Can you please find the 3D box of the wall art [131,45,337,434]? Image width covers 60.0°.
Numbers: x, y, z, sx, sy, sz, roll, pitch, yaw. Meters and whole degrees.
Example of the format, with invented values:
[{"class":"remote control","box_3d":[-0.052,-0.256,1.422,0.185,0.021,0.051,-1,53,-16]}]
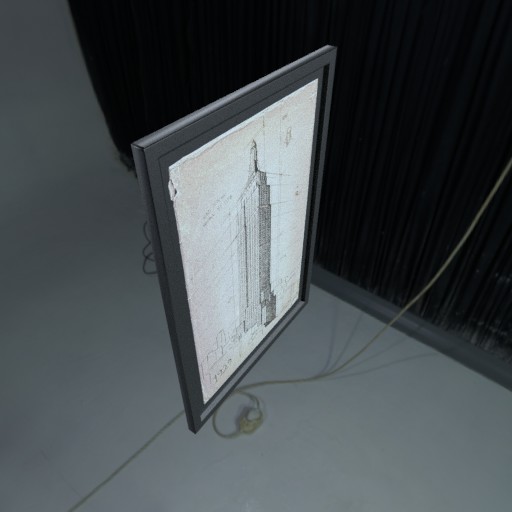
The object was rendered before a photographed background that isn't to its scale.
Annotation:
[{"class":"wall art","box_3d":[0.000,0.000,0.563,0.013,0.431,0.303,25,47,26]}]
